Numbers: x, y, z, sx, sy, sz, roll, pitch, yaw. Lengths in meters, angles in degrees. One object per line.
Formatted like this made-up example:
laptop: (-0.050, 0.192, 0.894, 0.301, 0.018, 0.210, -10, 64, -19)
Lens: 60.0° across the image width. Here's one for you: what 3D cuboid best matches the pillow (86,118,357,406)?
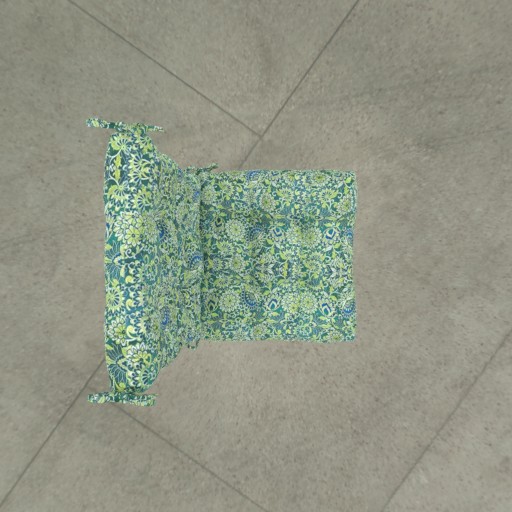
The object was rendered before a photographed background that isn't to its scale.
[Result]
pillow: (0.000, 0.000, 1.015, 0.571, 0.605, 0.519, 0, 91, 0)
